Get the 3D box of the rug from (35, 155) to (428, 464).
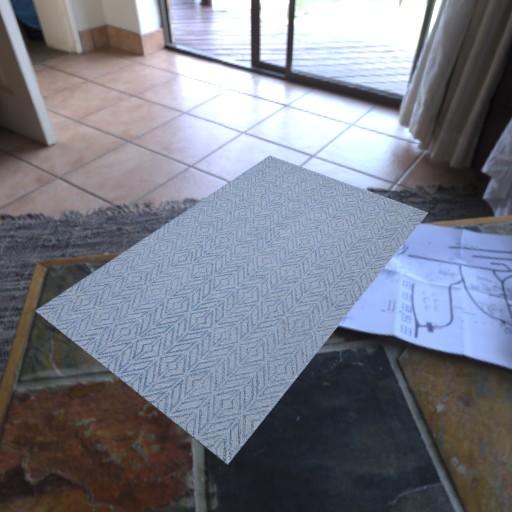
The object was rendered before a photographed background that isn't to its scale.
[{"bbox_3d":[0.000,0.000,3.081,1.526,0.008,2.441,27,48,27],"label":"rug"}]
